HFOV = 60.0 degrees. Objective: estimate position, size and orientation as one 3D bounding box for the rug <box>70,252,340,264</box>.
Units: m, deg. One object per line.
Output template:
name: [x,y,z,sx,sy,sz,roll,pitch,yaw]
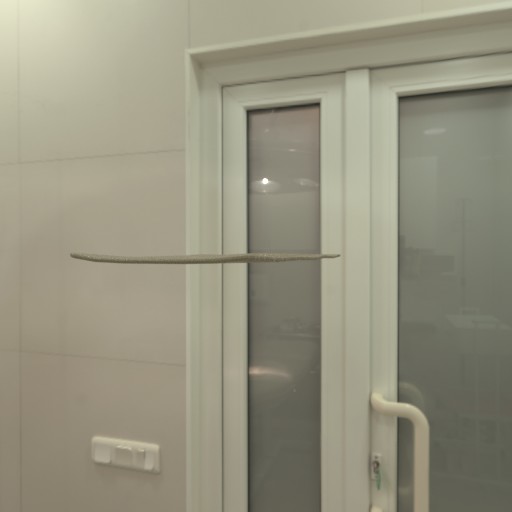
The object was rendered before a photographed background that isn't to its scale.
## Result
rug: [0.000,0.000,2.769,0.752,0.051,2.452,0,1,18]
